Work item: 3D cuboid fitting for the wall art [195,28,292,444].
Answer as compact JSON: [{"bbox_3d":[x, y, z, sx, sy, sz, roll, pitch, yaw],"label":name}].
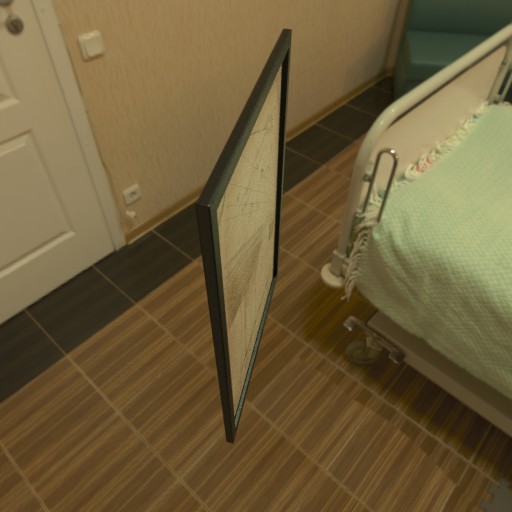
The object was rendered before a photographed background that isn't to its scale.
[{"bbox_3d":[0.000,0.000,0.853,0.016,0.657,0.480,10,48,9],"label":"wall art"}]
